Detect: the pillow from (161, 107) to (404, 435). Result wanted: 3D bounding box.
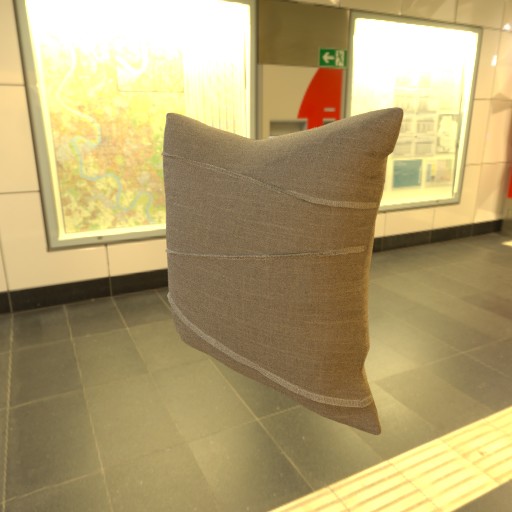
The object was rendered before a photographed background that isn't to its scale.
[{"bbox_3d":[0.000,0.000,0.640,0.424,0.400,0.169,15,23,41],"label":"pillow"}]
